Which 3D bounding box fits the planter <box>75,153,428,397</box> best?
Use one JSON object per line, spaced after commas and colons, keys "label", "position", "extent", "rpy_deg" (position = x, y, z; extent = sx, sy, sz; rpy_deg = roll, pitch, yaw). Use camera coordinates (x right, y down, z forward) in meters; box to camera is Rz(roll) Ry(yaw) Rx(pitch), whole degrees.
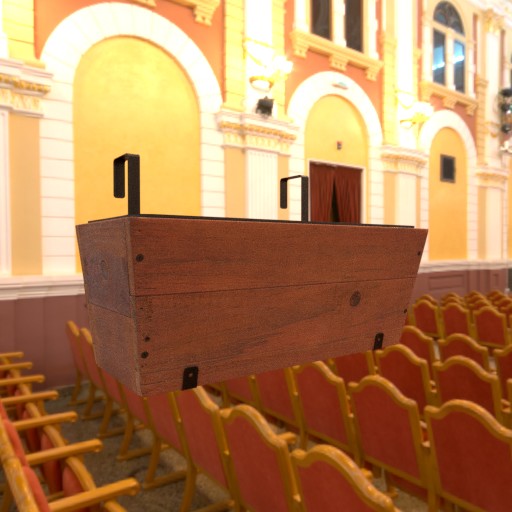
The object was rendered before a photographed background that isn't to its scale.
{"label": "planter", "position": [0.000, 0.000, 0.660], "extent": [0.480, 0.289, 0.262], "rpy_deg": [-1, 2, -36]}
